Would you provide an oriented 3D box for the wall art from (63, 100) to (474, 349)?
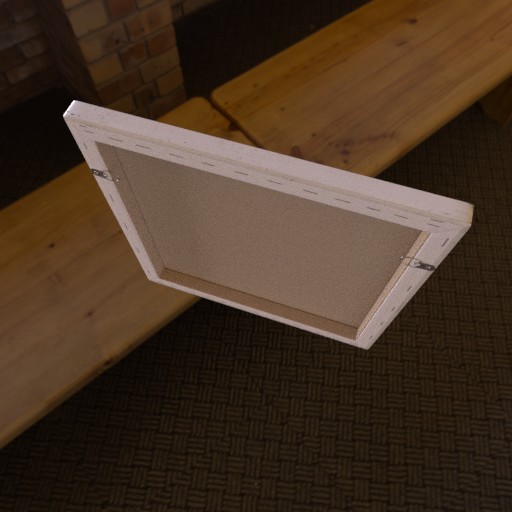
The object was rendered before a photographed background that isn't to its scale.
[{"bbox_3d":[0.000,0.000,0.904,0.610,0.611,0.040,17,64,8],"label":"wall art"}]
